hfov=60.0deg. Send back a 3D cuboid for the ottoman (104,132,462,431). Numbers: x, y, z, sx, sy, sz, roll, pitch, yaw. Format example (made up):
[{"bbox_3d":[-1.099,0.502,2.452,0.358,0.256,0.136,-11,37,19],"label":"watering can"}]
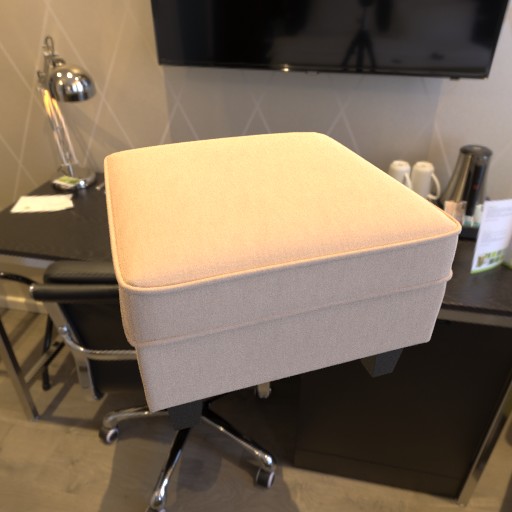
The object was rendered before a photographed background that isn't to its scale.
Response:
[{"bbox_3d":[0.000,0.000,1.032,0.613,0.438,0.616,-10,34,-15],"label":"ottoman"}]
